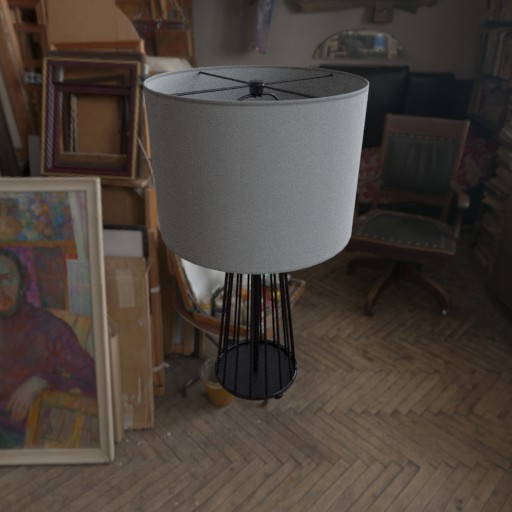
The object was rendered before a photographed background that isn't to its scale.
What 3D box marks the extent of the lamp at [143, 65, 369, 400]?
[{"bbox_3d":[0.000,0.000,0.793,0.322,0.593,0.322,-21,36,-32],"label":"lamp"}]
